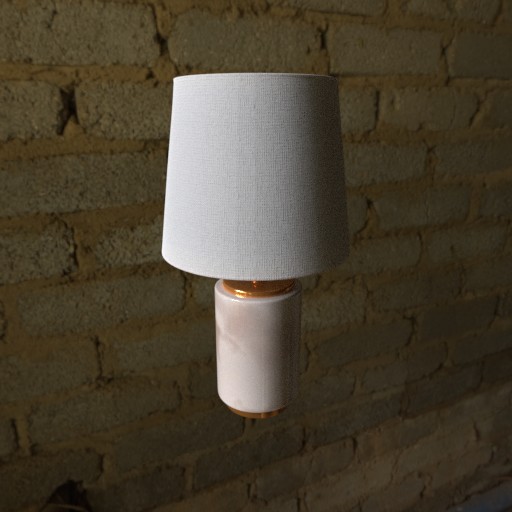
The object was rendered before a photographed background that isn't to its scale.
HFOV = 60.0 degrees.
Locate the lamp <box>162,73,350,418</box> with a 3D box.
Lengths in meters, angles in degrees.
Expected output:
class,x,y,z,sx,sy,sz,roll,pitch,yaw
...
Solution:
class,x,y,z,sx,sy,sz,roll,pitch,yaw
lamp,0.000,0.000,0.459,0.189,0.340,0.189,0,18,0
